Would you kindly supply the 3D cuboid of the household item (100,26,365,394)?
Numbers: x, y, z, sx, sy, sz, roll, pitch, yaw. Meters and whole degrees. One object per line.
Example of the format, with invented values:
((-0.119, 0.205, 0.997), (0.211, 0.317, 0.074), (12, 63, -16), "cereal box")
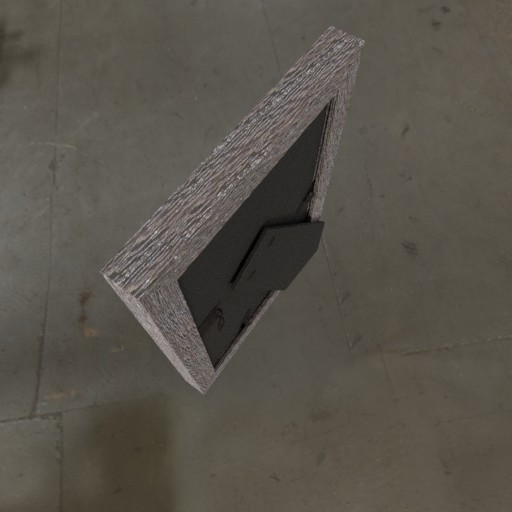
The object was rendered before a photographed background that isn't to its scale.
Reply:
((0.000, 0.000, 0.234), (0.020, 0.180, 0.133), (33, 69, 15), "household item")
